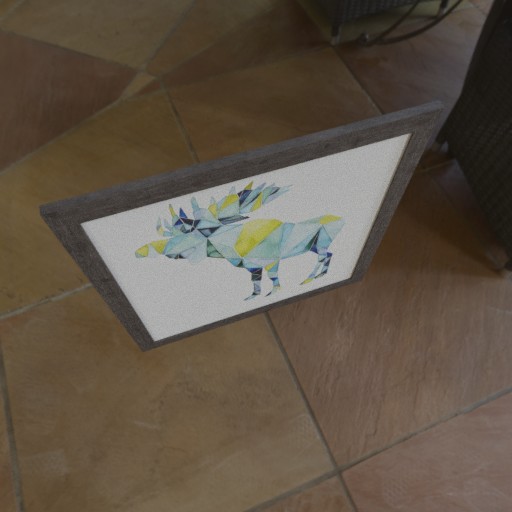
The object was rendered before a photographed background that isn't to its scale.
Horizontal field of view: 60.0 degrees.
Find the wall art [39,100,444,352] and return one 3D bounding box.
[{"bbox_3d":[0.000,0.000,0.678,0.457,0.457,0.013,-17,62,-9],"label":"wall art"}]
